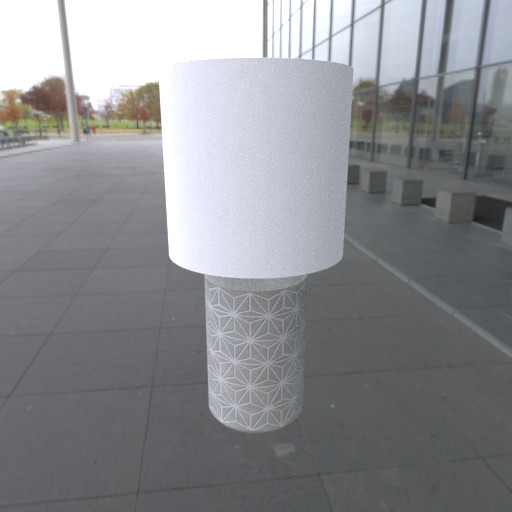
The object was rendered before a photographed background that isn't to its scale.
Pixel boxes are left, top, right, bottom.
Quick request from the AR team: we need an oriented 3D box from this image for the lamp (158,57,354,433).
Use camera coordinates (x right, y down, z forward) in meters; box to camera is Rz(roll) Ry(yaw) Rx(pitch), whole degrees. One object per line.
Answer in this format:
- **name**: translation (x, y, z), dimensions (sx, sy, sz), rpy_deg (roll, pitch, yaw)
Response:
- **lamp**: translation (0.000, 0.000, 0.537), dimensions (0.206, 0.416, 0.206), rpy_deg (2, 17, 6)
